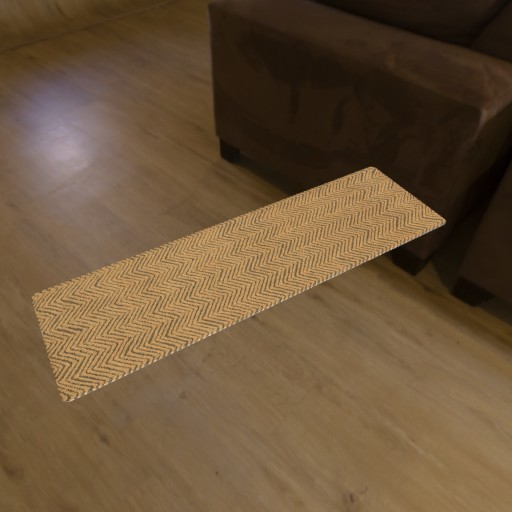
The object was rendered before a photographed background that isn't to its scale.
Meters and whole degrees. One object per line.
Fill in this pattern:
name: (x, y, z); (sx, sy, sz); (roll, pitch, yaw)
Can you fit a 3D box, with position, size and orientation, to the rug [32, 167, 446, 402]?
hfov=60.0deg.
rug: (0.000, 0.000, 2.476); (2.286, 0.008, 0.686); (-23, 50, -21)
